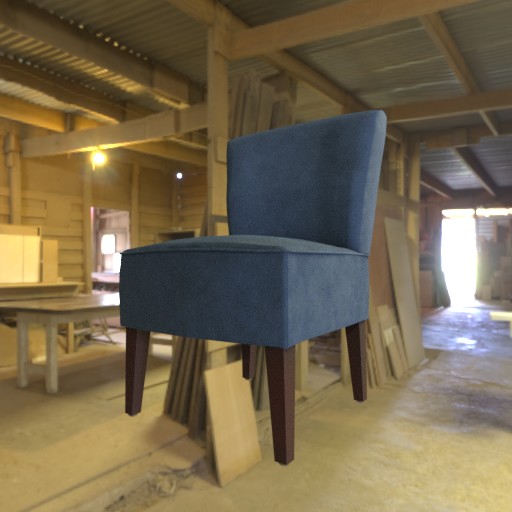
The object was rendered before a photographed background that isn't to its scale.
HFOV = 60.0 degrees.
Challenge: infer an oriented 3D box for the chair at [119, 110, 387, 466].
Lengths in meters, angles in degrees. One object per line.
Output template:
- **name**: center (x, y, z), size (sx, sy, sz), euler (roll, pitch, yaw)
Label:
- **chair**: center (0.000, 0.000, 1.160), size (0.521, 0.806, 0.551), euler (0, -1, 36)
